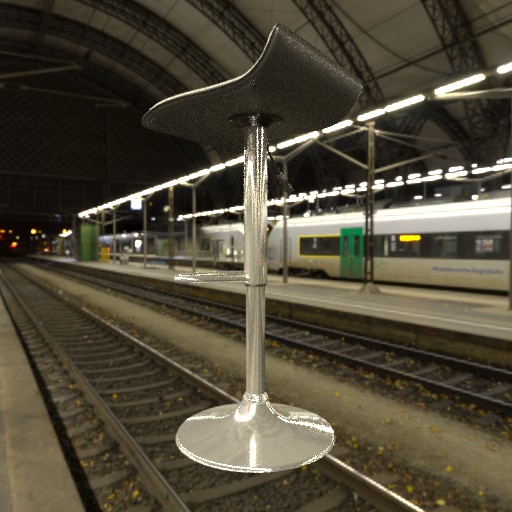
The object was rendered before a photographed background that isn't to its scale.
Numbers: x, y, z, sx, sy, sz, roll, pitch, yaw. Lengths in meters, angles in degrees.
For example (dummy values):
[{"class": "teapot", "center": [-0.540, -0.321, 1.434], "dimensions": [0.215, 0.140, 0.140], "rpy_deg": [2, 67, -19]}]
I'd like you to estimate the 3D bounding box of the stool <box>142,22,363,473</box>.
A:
[{"class": "stool", "center": [0.000, 0.000, 1.058], "dimensions": [0.381, 0.851, 0.381], "rpy_deg": [1, 1, 37]}]
